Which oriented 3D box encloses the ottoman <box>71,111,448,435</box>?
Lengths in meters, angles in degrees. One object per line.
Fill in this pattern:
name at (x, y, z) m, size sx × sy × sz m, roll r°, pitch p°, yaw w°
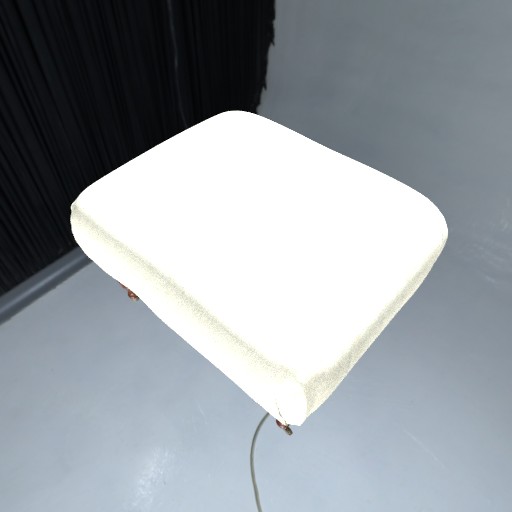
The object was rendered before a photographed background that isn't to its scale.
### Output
ottoman at (0.000, 0.000, 1.152) m, size 0.747 × 0.450 × 0.622 m, roll 33°, pitch 56°, yaw 27°
